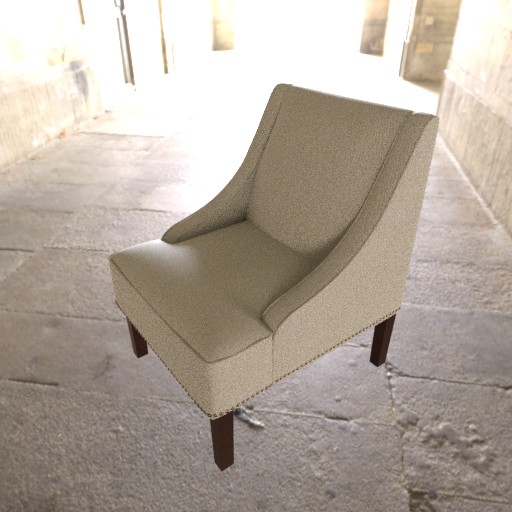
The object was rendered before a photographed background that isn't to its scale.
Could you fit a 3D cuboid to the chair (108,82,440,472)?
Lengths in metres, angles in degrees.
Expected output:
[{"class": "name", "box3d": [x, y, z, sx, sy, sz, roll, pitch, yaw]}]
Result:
[{"class": "chair", "box3d": [0.000, 0.000, 1.376, 0.748, 0.872, 0.628, -21, 37, -31]}]
